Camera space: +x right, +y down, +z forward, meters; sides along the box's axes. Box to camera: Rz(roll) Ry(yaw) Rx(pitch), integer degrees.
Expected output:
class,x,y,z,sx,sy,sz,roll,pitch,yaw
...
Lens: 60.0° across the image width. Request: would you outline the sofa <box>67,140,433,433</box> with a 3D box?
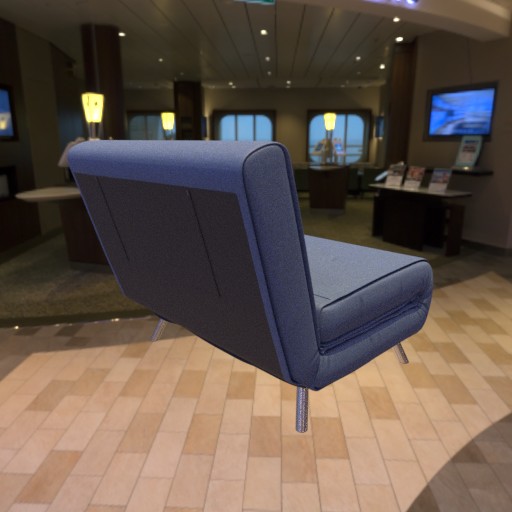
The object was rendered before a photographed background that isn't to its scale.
class,x,y,z,sx,sy,sz,roll,pitch,yaw
sofa,0.000,0.000,1.701,0.996,0.860,0.999,-14,20,-42
